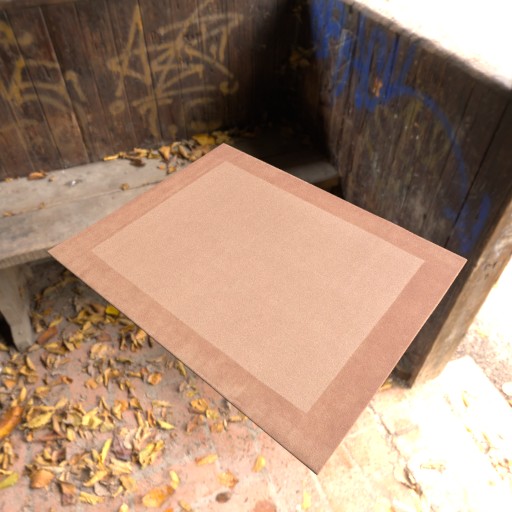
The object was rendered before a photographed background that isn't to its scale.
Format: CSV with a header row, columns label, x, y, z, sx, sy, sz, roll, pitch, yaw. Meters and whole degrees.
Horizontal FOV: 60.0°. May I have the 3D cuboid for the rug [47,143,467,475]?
label,x,y,z,sx,sy,sz,roll,pitch,yaw
rug,0.000,0.000,4.102,3.057,0.021,2.431,31,54,26
